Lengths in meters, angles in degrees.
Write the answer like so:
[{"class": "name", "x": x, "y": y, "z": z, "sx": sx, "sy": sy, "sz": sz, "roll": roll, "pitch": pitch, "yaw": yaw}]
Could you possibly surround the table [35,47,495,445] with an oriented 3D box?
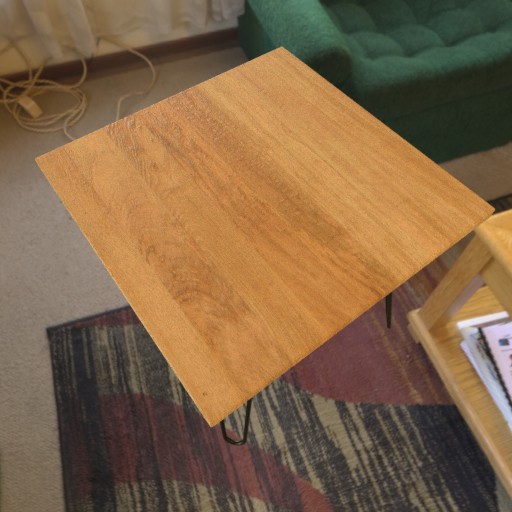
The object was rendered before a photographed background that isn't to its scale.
[{"class": "table", "x": 0.000, "y": 0.000, "z": 1.016, "sx": 0.599, "sy": 0.500, "sz": 0.599, "roll": -32, "pitch": 63, "yaw": -19}]
